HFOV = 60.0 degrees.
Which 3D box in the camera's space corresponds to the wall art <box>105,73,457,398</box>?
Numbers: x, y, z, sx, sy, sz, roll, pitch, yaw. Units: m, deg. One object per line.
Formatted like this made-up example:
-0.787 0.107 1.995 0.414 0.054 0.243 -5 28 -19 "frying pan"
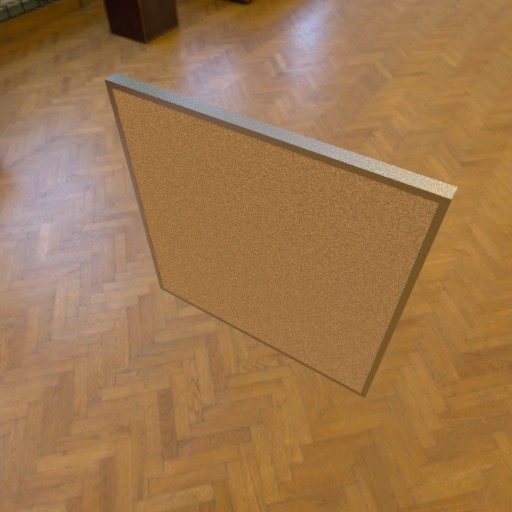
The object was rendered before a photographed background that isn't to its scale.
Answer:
0.000 0.000 1.209 0.806 0.806 0.038 25 53 20 "wall art"
